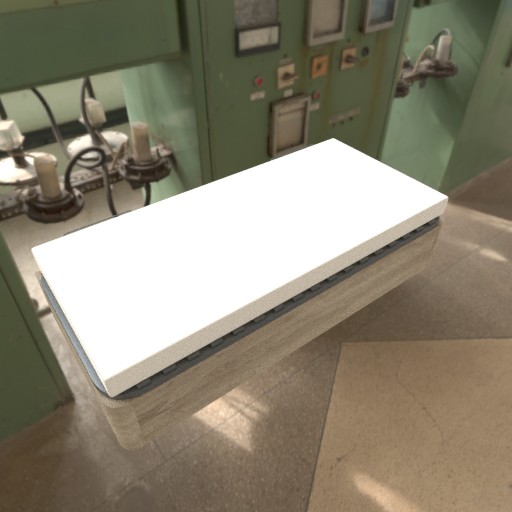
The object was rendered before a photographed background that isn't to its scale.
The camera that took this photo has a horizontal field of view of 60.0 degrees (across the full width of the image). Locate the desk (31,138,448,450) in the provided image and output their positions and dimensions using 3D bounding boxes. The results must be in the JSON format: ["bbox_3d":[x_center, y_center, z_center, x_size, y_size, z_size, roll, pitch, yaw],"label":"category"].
[{"bbox_3d":[0.000,0.000,2.260,1.900,0.455,0.900,-26,47,-27],"label":"desk"}]
